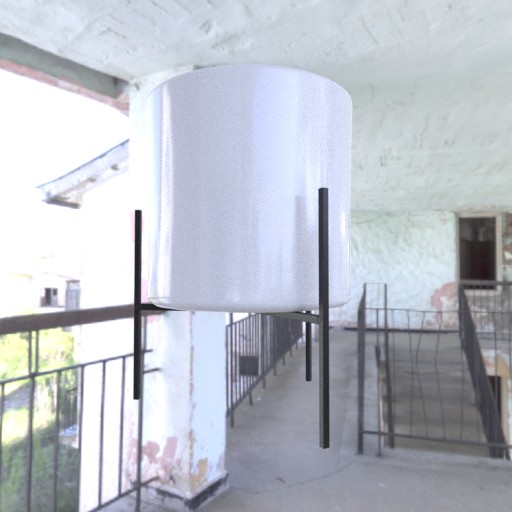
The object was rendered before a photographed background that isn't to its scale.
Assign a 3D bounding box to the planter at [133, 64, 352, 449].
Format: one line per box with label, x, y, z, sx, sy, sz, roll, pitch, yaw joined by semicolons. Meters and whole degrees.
planter;0.000;0.000;0.732;0.360;0.480;0.361;-1;-2;36
